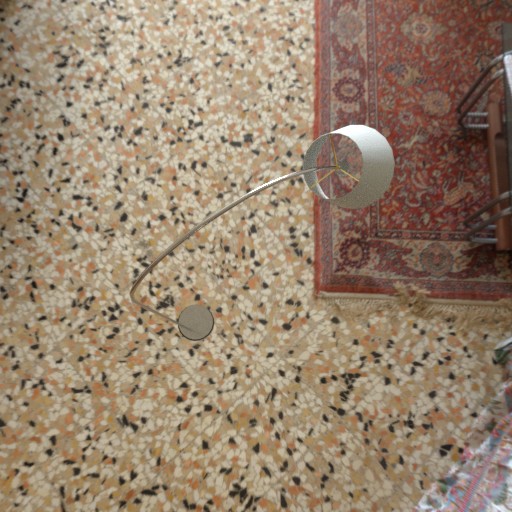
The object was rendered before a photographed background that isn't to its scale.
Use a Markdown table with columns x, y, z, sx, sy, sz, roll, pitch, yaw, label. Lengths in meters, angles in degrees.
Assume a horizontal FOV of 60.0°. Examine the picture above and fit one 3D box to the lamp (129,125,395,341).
| x | y | z | sx | sy | sz | roll | pitch | yaw | label |
| --- | --- | --- | --- | --- | --- | --- | --- | --- | --- |
| 0.000 | 0.000 | 2.660 | 1.445 | 2.098 | 0.406 | -32 | 79 | -7 | lamp |
